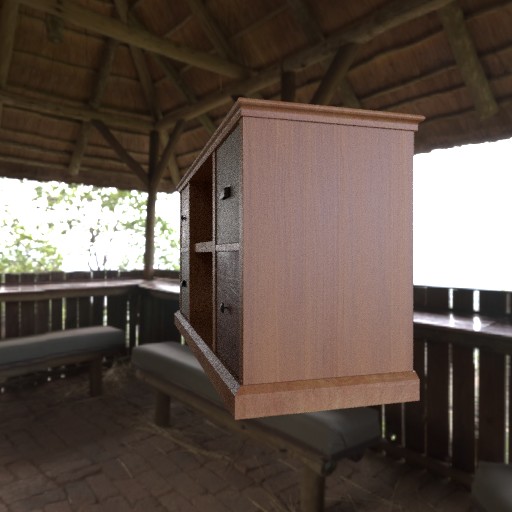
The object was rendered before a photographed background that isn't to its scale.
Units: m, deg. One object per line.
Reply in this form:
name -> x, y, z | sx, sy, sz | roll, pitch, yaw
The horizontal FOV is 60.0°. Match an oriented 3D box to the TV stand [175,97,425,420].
TV stand -> 0.000, 0.000, 1.455 | 0.417, 0.607, 1.181 | 0, 0, -16
